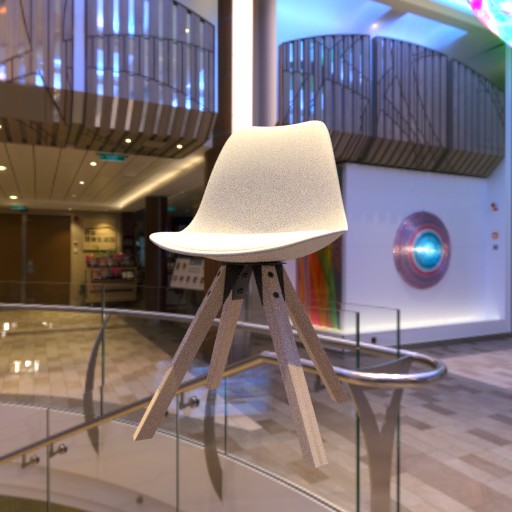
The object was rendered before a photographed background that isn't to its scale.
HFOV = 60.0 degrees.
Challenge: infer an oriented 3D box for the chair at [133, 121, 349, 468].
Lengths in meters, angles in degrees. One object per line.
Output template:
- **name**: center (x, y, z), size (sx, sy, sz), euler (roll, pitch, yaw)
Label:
- **chair**: center (0.000, 0.000, 1.187), size (0.485, 0.850, 0.550), euler (0, 0, 18)
